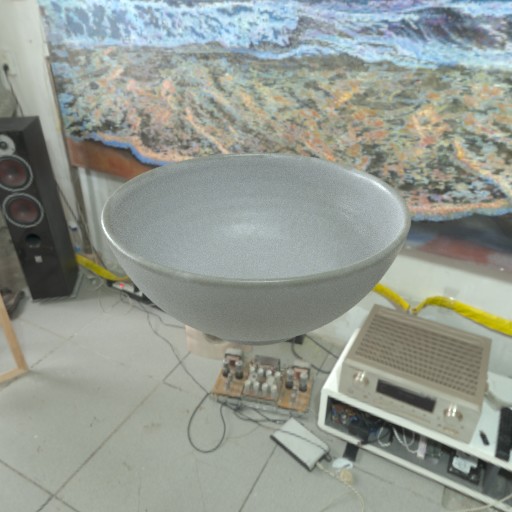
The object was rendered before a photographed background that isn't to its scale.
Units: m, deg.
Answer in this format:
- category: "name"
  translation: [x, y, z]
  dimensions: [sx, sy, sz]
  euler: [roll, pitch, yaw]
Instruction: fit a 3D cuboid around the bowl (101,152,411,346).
- category: "bowl"
  translation: [0.000, 0.000, 0.429]
  dimensions: [0.268, 0.121, 0.268]
  euler: [0, 31, 0]
